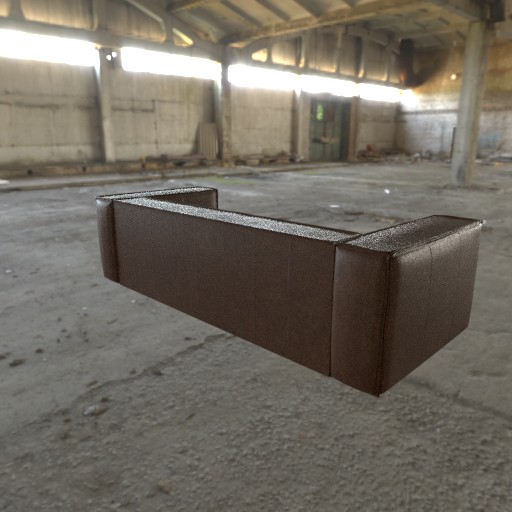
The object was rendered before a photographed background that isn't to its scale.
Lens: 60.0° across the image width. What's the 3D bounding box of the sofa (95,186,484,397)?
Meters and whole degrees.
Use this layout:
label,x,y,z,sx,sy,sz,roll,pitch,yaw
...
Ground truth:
label,x,y,z,sx,sy,sz,roll,pitch,yaw
sofa,0.000,0.000,3.044,2.581,0.701,1.102,14,20,43
